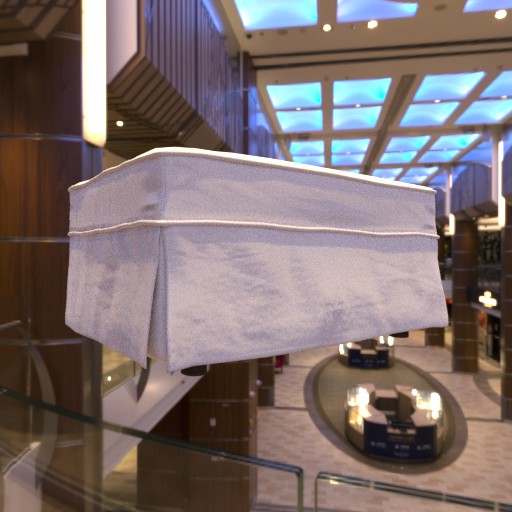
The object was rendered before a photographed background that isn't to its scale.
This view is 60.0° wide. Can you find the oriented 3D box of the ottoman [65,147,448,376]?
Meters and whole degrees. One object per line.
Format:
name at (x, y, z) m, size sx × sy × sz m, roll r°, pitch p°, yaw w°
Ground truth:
ottoman at (0.000, 0.000, 1.307) m, size 0.944 × 0.479 × 0.703 m, roll 0°, pitch 0°, yaw -37°
